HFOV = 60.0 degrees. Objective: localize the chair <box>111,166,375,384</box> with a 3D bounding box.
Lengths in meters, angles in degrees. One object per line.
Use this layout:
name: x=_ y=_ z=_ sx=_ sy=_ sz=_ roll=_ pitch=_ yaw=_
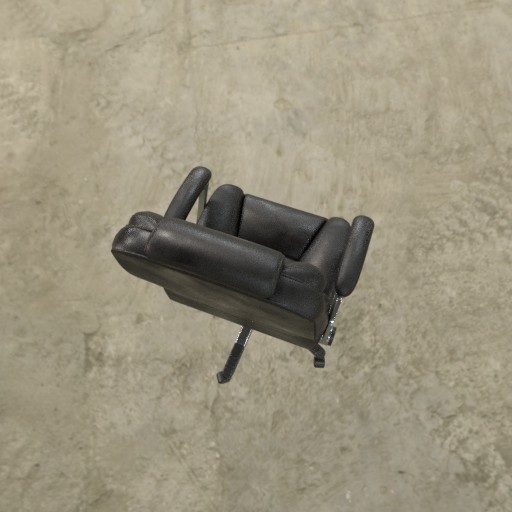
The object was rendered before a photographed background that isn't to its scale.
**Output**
chair: x=0.000 y=0.000 z=1.473 sx=0.697 sy=1.075 sz=0.689 roll=18 pitch=64 yaw=9
